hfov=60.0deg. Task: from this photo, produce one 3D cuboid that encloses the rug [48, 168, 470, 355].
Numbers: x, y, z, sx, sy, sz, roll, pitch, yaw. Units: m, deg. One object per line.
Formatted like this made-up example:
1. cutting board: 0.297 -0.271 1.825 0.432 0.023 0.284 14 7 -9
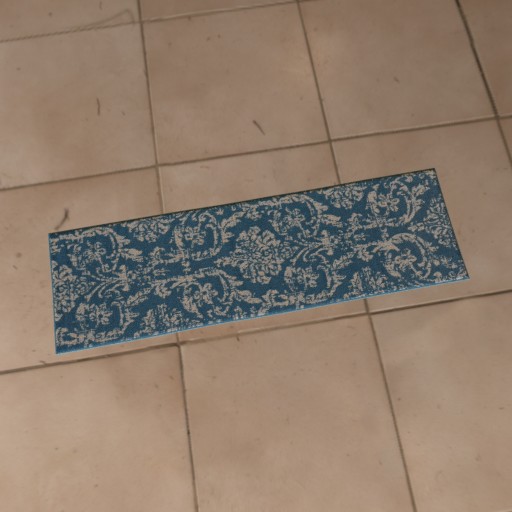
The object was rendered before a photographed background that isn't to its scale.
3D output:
1. rug: 0.000 0.000 2.393 2.196 0.011 0.662 -10 75 -3
